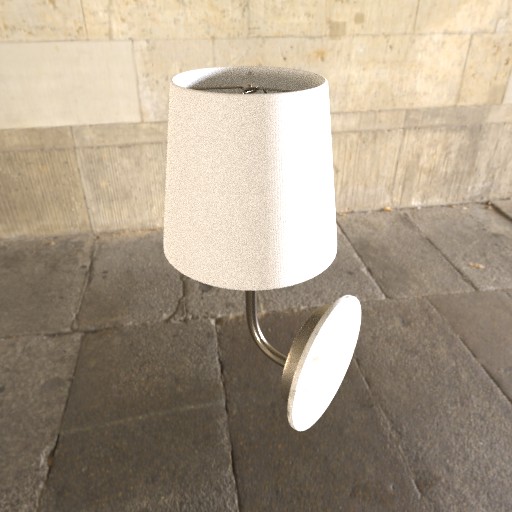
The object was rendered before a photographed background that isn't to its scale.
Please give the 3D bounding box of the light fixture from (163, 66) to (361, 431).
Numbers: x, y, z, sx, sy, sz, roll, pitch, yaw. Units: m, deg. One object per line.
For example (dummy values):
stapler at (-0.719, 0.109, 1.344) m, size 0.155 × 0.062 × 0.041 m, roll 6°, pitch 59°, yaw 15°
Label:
light fixture at (0.000, 0.000, 0.448) m, size 0.188 × 0.337 × 0.168 m, roll 21°, pitch 37°, yaw 30°
